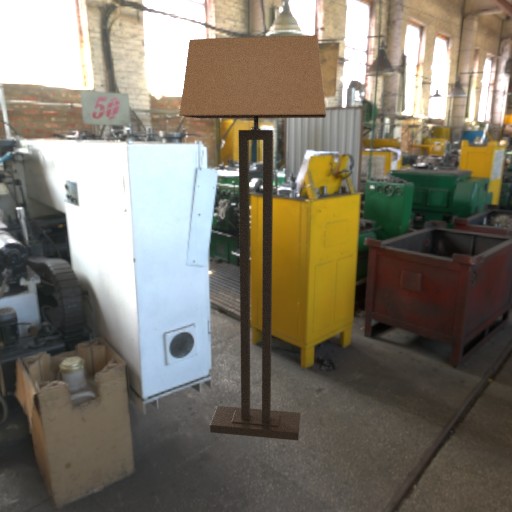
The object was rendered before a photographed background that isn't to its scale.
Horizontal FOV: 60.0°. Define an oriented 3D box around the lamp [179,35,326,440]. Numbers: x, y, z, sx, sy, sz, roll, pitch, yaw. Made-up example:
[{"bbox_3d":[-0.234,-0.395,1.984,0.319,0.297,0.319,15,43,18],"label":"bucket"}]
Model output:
[{"bbox_3d":[0.000,0.000,1.656,0.475,1.469,0.233,2,15,8],"label":"lamp"}]
